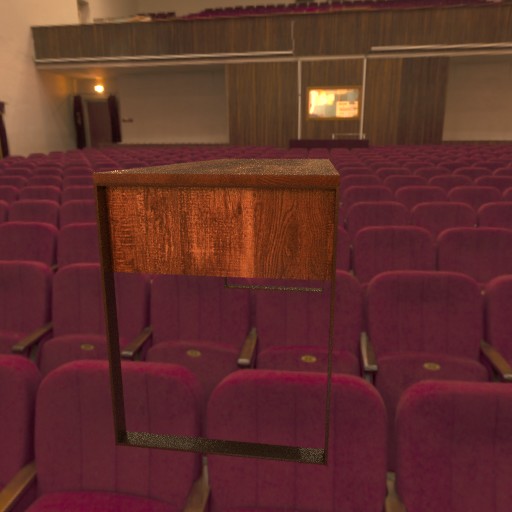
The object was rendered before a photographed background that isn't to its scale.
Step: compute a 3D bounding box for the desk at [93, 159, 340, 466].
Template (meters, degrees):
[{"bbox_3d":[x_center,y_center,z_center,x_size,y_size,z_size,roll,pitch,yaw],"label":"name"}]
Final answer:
[{"bbox_3d":[0.000,0.000,1.863,0.599,0.762,1.524,2,14,8],"label":"desk"}]
